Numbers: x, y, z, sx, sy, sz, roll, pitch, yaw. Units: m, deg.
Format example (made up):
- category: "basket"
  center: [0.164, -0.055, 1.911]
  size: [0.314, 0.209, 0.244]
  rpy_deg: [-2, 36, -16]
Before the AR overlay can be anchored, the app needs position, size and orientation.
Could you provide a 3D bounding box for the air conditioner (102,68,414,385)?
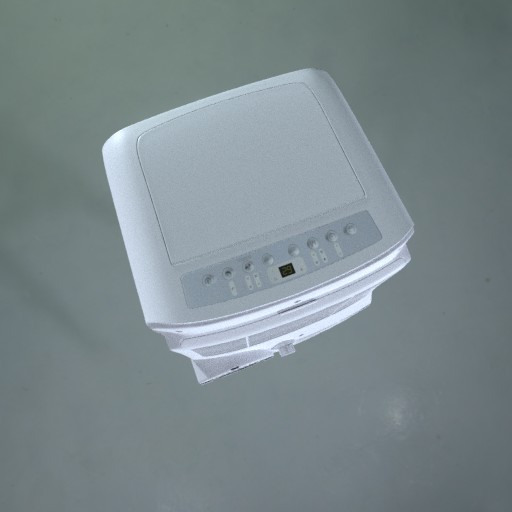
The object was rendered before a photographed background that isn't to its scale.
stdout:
- category: "air conditioner"
  center: [0.000, 0.000, 1.030]
  size: [0.478, 0.765, 0.467]
  rpy_deg: [-20, 77, -5]
